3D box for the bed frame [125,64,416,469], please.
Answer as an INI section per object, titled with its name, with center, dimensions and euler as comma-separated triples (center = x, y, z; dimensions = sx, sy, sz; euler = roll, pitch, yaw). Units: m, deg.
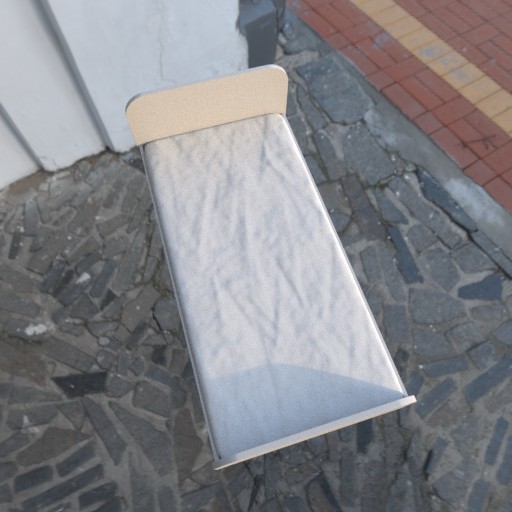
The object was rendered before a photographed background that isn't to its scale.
[bed frame]
center = 0.000, 0.000, 2.497
dimensions = 0.998, 0.805, 1.963
euler = -15, 65, -7
